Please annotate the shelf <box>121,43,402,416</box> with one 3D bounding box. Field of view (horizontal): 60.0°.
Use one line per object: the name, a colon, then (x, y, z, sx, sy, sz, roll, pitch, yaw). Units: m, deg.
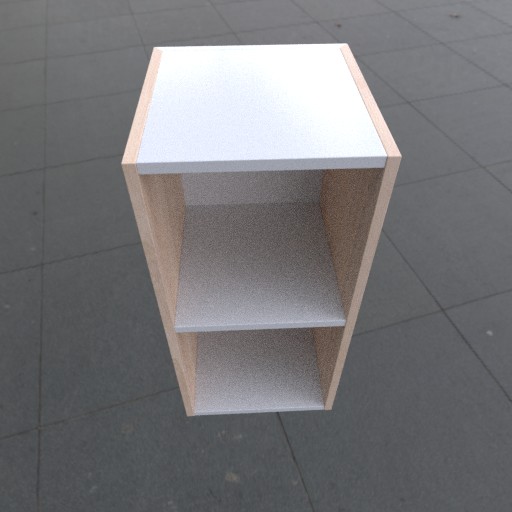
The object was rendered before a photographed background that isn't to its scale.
shelf: (0.000, 0.000, 0.769, 0.290, 0.594, 0.297, -2, 46, -2)
